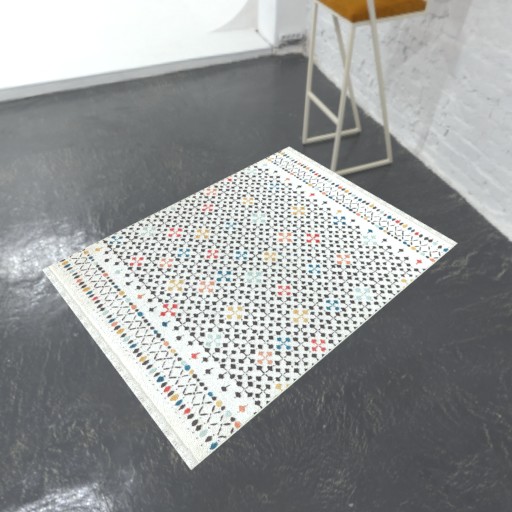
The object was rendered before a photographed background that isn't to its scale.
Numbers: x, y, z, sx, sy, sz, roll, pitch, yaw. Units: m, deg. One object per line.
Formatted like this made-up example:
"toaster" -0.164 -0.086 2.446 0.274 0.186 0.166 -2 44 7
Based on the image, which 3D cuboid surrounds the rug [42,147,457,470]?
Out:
"rug" 0.000 0.000 4.221 3.196 0.007 2.354 -32 53 -28
